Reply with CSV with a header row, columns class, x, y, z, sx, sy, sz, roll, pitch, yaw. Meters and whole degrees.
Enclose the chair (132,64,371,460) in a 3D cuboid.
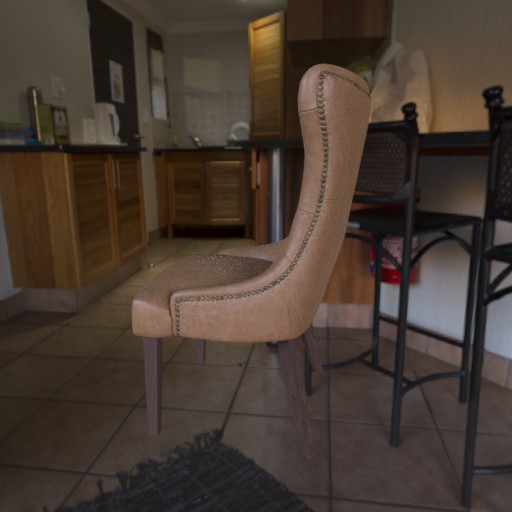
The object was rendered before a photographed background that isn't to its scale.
class,x,y,z,sx,sy,sz,roll,pitch,yaw
chair,0.000,0.000,1.440,0.669,1.065,0.611,3,14,10
